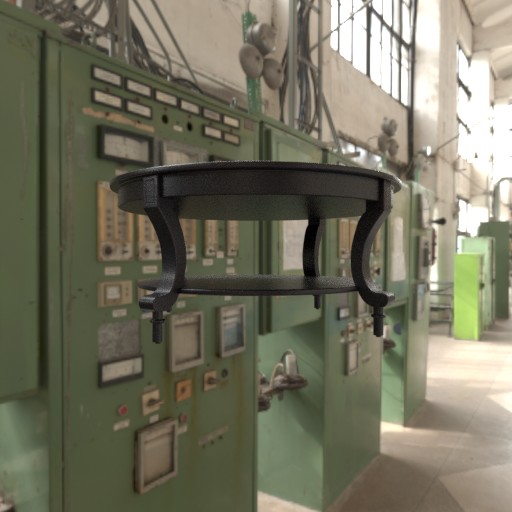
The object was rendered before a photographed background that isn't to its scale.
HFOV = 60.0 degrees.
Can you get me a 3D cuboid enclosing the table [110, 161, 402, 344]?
[{"bbox_3d":[0.000,0.000,1.636,1.029,0.491,1.029,0,0,0],"label":"table"}]
